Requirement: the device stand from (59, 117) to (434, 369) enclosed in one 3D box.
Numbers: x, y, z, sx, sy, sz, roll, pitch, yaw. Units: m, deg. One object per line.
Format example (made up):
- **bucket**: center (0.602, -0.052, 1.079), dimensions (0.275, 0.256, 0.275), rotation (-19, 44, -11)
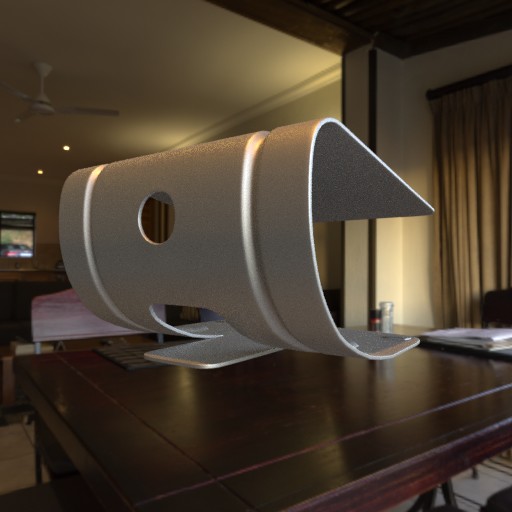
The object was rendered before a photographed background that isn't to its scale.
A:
- **device stand**: center (0.000, 0.000, 0.397), dimensions (0.256, 0.155, 0.236), rotation (-1, -2, 35)
